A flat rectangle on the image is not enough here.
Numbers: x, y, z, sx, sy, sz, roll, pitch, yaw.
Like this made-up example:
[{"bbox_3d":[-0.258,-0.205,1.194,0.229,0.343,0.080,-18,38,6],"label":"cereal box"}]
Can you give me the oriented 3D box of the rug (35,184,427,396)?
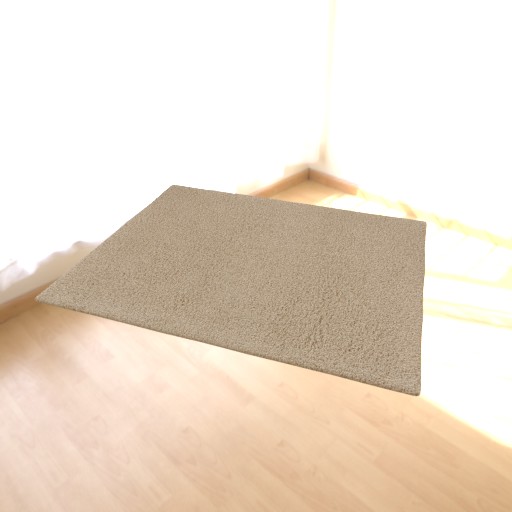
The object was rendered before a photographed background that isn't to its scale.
[{"bbox_3d":[0.000,0.000,4.203,3.047,0.029,2.438,11,35,16],"label":"rug"}]
